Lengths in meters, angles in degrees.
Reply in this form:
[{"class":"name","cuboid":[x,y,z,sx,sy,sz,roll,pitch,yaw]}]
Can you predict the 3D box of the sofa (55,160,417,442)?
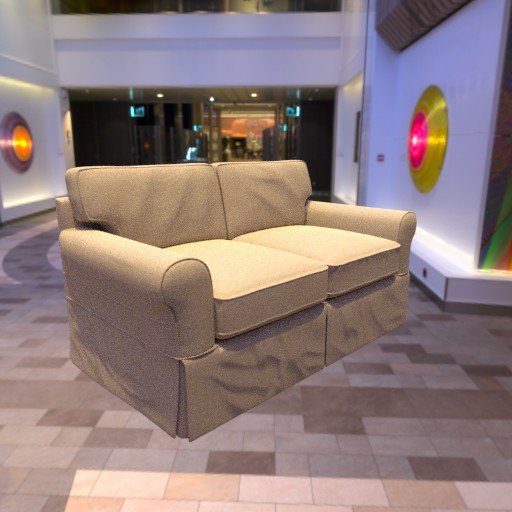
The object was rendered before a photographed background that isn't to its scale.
[{"class":"sofa","cuboid":[0.000,0.000,2.323,1.727,0.940,0.991,-13,19,-43]}]
